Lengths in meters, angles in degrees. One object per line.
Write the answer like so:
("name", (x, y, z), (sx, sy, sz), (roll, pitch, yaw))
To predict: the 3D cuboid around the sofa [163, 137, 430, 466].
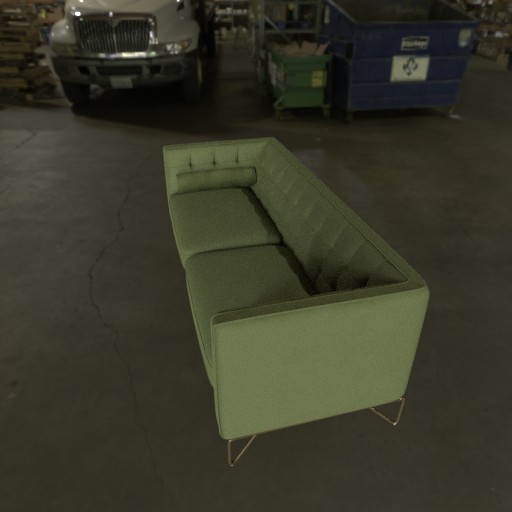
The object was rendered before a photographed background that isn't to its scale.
("sofa", (0.000, 0.000, 2.607), (0.867, 0.789, 2.087), (-8, 32, -13))
